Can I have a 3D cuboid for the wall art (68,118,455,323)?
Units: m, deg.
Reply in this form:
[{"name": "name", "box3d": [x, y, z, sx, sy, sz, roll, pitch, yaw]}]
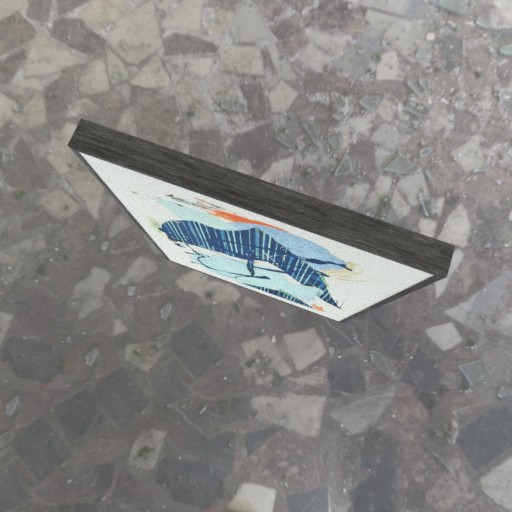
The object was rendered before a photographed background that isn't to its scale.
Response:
[{"name": "wall art", "box3d": [0.000, 0.000, 1.336, 0.762, 1.016, 0.063, 20, 77, 5]}]
